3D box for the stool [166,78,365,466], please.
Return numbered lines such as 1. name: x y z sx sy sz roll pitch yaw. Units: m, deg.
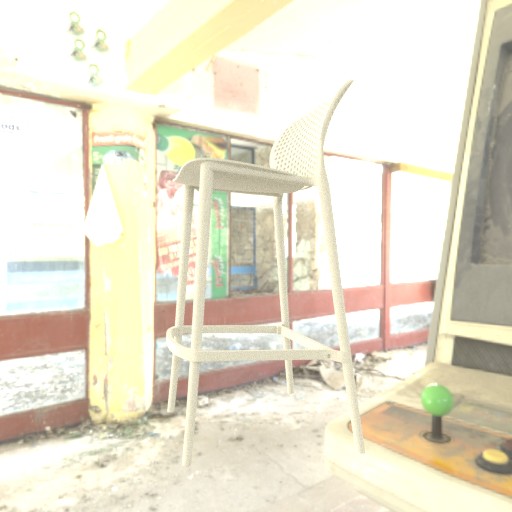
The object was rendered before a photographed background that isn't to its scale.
1. stool: 0.000 0.000 1.358 0.535 1.045 0.536 0 1 -17
